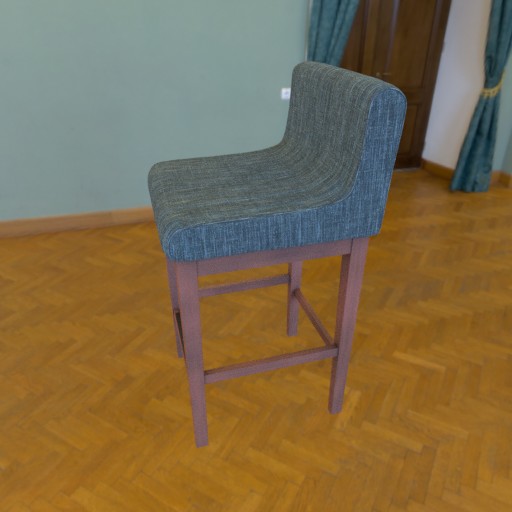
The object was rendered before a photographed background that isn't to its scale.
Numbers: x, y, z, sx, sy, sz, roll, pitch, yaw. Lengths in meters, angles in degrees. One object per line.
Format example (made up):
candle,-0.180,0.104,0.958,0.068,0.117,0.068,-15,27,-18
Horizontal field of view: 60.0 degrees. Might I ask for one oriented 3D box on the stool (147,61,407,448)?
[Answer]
stool,0.000,0.000,1.082,0.459,0.835,0.395,-8,31,-14
